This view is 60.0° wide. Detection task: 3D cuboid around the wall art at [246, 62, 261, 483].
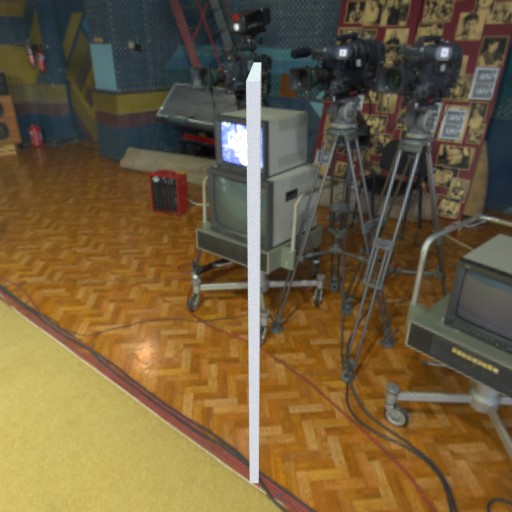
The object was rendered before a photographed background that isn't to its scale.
[{"bbox_3d":[0.000,0.000,0.685,0.013,0.533,0.381,0,26,1],"label":"wall art"}]
